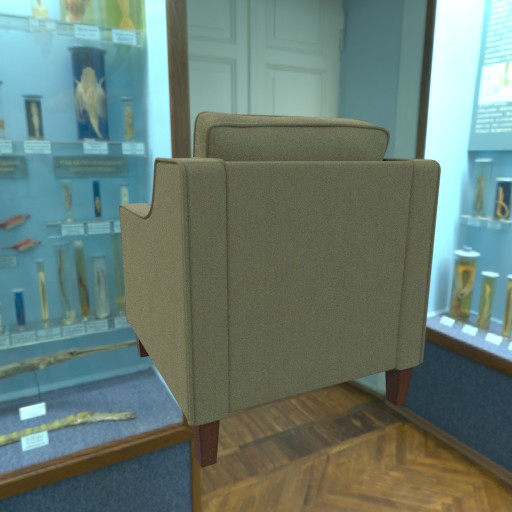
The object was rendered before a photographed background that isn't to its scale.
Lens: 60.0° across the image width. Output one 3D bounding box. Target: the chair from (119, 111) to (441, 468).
[{"bbox_3d":[0.000,0.000,1.648,0.831,0.960,0.909,-6,14,-26],"label":"chair"}]
